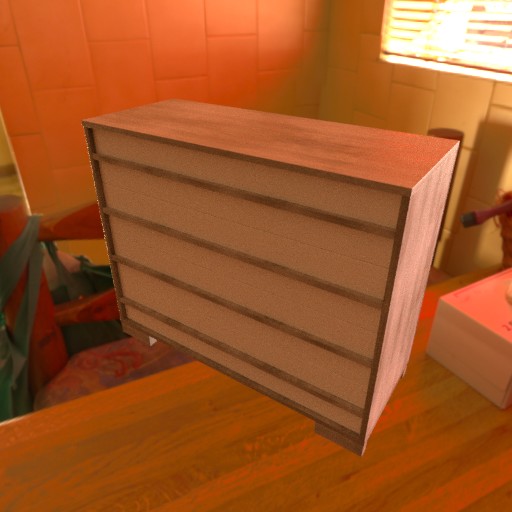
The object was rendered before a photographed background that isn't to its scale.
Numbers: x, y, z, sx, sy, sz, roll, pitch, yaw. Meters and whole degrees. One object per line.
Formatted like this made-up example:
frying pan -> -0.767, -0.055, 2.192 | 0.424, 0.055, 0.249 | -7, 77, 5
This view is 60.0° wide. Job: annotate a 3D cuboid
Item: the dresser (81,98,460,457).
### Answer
dresser -> 0.000, 0.000, 1.440 | 0.994, 0.816, 0.404 | 19, 35, 29
